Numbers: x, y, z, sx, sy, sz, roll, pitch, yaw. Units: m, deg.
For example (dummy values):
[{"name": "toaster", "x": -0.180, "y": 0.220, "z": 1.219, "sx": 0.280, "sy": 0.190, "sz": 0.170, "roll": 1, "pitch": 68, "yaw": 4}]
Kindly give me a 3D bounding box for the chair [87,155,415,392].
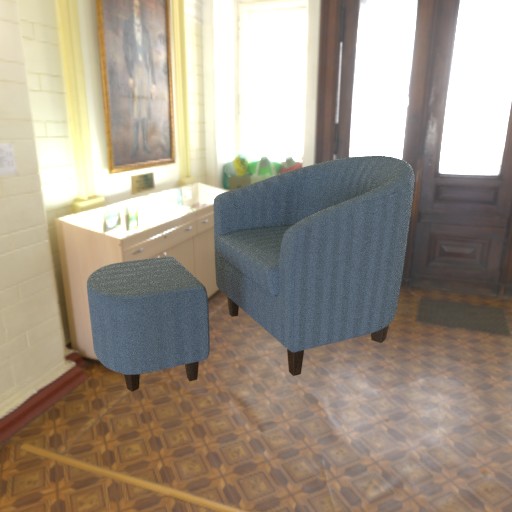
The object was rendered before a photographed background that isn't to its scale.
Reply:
[{"name": "chair", "x": 0.000, "y": 0.000, "z": 1.780, "sx": 1.288, "sy": 0.757, "sz": 0.756, "roll": -8, "pitch": 18, "yaw": -25}]
